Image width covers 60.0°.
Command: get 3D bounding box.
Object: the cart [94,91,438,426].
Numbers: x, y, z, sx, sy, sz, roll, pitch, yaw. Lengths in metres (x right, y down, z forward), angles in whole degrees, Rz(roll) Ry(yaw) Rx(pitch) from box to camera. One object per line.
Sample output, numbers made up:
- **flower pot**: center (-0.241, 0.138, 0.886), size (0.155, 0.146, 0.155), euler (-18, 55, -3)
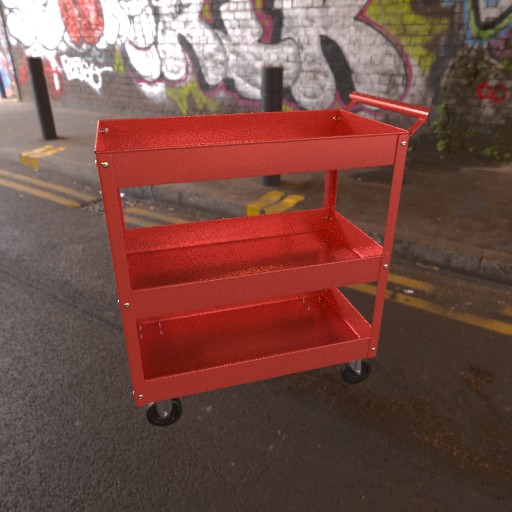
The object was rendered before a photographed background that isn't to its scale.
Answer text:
- **cart**: center (0.000, 0.000, 1.195), size (0.719, 0.780, 0.366), euler (-8, 27, -15)
